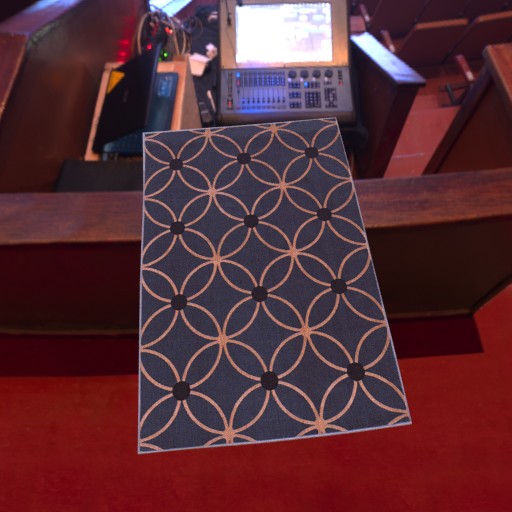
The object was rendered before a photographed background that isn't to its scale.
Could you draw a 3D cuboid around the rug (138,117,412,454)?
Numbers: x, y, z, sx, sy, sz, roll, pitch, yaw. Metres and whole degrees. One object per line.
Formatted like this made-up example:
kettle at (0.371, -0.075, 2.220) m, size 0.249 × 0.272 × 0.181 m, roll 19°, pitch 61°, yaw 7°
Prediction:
rug at (0.000, 0.000, 2.936) m, size 1.522 × 0.008 × 2.284 m, roll -5°, pitch 64°, yaw -3°
